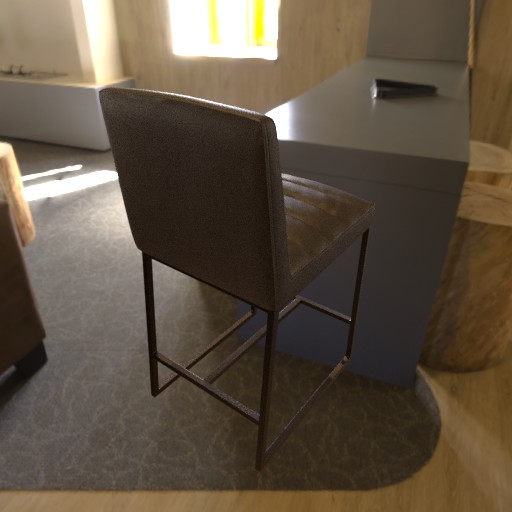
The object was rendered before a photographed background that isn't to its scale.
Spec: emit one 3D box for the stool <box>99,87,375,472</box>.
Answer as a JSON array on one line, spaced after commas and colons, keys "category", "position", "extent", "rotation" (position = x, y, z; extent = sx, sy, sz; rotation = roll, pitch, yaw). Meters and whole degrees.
[{"category": "stool", "position": [0.000, 0.000, 1.248], "extent": [0.463, 0.946, 0.562], "rotation": [21, 37, 31]}]
